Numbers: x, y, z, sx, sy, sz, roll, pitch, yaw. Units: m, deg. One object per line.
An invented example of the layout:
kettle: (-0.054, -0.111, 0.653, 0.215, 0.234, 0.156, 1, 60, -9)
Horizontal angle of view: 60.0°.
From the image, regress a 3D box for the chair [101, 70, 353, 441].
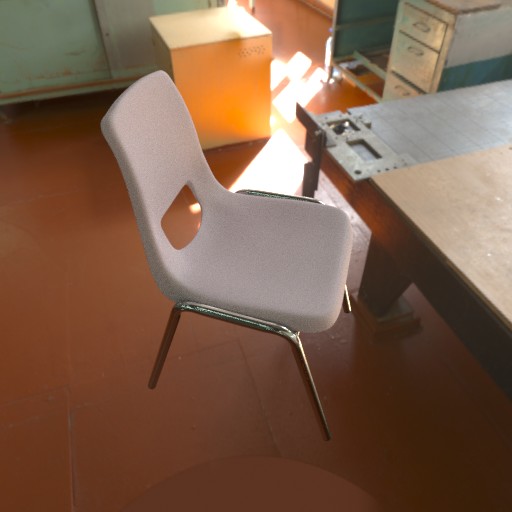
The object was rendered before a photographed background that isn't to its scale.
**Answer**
chair: (0.000, 0.000, 0.899, 0.436, 0.653, 0.381, 11, 45, 11)
